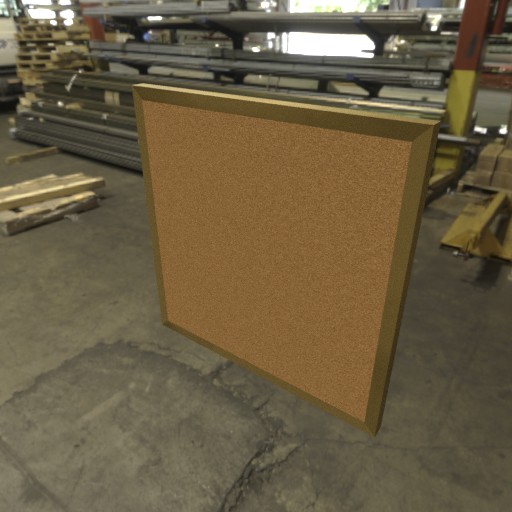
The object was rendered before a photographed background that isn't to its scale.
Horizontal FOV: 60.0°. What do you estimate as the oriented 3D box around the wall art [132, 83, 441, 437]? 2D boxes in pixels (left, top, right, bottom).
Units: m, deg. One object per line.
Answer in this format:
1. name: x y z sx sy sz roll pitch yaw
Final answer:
1. wall art: 0.000 0.000 1.129 0.762 0.762 0.038 20 34 32
